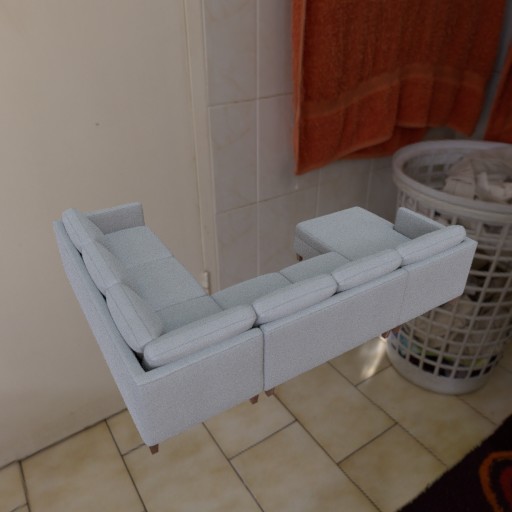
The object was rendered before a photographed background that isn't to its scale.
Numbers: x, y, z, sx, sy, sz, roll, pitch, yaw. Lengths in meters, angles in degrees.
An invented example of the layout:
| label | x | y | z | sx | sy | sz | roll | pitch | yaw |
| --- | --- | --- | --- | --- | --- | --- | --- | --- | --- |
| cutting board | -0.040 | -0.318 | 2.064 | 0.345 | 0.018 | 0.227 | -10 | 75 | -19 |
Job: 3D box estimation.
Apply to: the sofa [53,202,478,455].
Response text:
| label | x | y | z | sx | sy | sz | roll | pitch | yaw |
| --- | --- | --- | --- | --- | --- | --- | --- | --- | --- |
| sofa | 0.000 | 0.000 | 4.341 | 3.238 | 0.853 | 2.551 | -18 | 36 | -27 |
